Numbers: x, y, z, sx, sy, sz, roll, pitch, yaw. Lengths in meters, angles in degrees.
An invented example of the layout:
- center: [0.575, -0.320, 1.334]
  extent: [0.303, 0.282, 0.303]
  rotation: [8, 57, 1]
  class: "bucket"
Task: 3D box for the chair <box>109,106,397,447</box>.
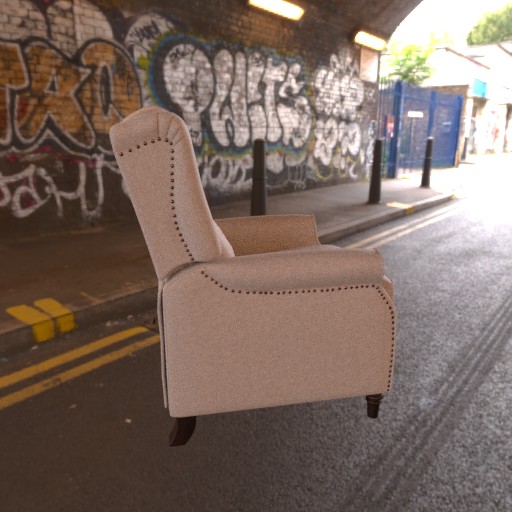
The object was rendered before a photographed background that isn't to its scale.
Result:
- center: [0.000, 0.000, 1.629]
  extent: [0.902, 1.035, 0.742]
  rotation: [-3, 16, -11]
  class: "chair"
